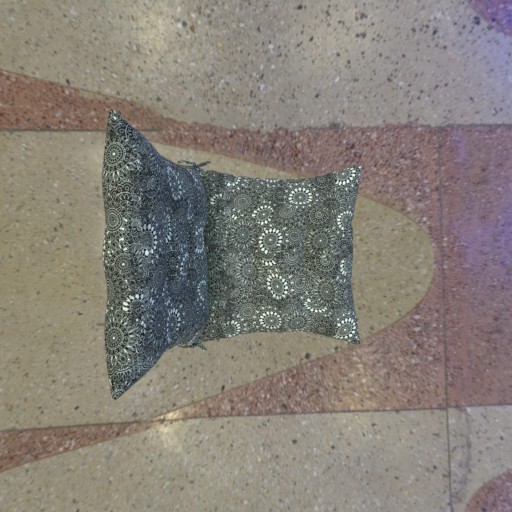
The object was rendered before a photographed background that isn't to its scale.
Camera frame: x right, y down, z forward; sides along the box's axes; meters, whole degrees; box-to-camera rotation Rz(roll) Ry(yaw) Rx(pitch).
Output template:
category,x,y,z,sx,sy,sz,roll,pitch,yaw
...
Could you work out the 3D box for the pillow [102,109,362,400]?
category,x,y,z,sx,sy,sz,roll,pitch,yaw
pillow,0.000,0.000,1.024,0.585,0.536,0.541,0,90,0
